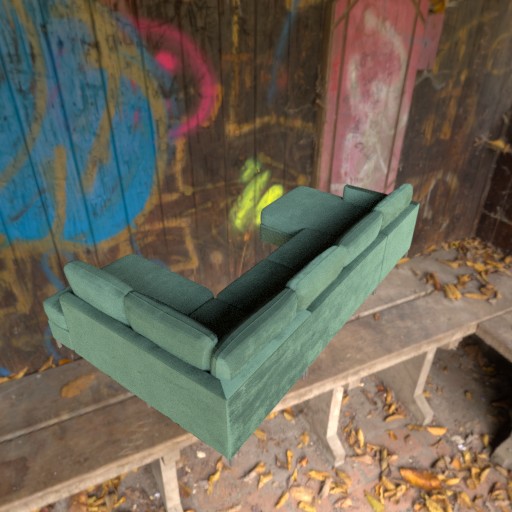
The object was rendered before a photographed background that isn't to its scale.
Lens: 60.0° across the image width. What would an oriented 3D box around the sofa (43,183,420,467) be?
[{"bbox_3d":[0.000,0.000,4.430,2.055,0.992,3.434,22,38,30],"label":"sofa"}]
